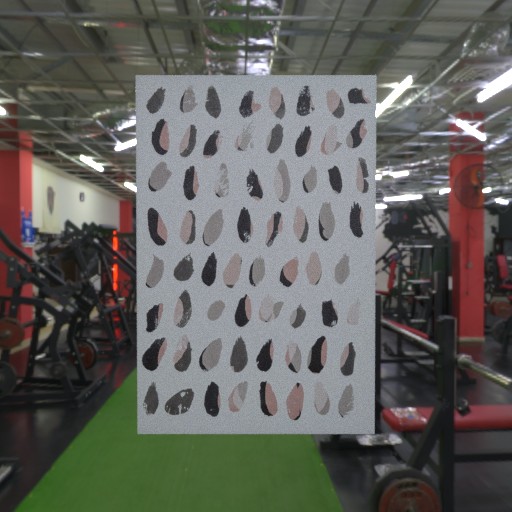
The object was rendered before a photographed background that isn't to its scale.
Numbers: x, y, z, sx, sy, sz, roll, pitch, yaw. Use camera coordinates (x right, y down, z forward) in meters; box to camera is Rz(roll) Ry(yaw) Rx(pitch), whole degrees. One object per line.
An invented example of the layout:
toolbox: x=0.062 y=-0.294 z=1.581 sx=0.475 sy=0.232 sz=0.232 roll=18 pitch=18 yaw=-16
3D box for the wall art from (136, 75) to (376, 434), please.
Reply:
wall art: x=0.000 y=0.000 z=1.148 sx=0.610 sy=0.916 sz=0.037 roll=0 pitch=1 yaw=0
